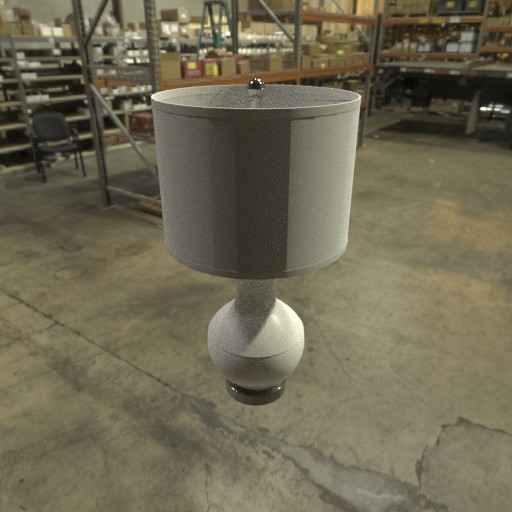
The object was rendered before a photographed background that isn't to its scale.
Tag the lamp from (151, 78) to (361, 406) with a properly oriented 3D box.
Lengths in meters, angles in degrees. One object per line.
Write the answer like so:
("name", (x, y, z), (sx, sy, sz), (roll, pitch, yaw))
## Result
("lamp", (0.000, 0.000, 0.901), (0.357, 0.673, 0.357), (17, 31, 31))
